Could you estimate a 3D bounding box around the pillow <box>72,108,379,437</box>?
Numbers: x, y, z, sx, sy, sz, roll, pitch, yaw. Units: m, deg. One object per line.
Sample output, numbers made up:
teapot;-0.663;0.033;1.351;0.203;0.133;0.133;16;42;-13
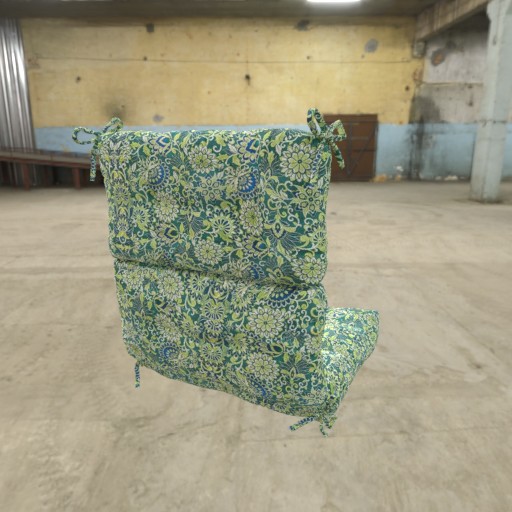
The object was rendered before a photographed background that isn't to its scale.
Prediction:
pillow;0.000;0.000;1.023;0.519;0.605;0.571;7;16;27
